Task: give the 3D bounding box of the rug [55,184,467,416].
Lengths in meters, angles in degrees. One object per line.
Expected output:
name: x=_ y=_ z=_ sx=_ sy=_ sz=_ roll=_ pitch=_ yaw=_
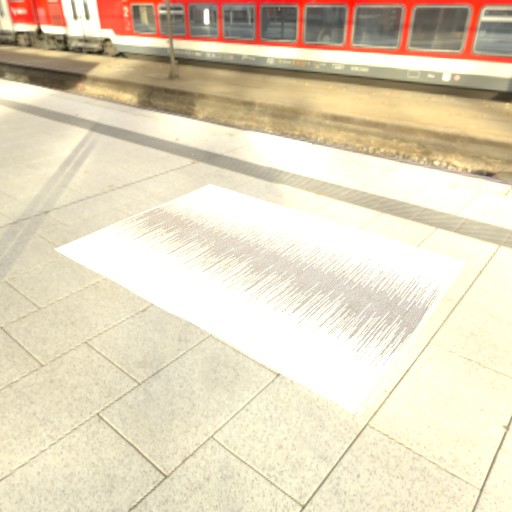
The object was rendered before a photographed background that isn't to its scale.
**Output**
rug: x=0.000 y=0.000 z=2.336 sx=1.815 sy=0.007 sz=1.226 roll=21 pitch=36 yaw=32
